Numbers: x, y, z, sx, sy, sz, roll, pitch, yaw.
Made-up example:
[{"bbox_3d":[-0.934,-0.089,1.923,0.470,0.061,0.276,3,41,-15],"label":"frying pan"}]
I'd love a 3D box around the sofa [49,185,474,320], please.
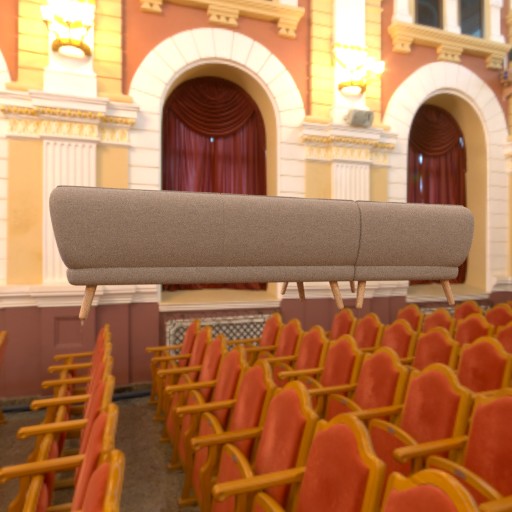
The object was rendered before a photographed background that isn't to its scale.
[{"bbox_3d":[0.000,0.000,3.296,2.653,0.693,1.532,0,-1,-19],"label":"sofa"}]
